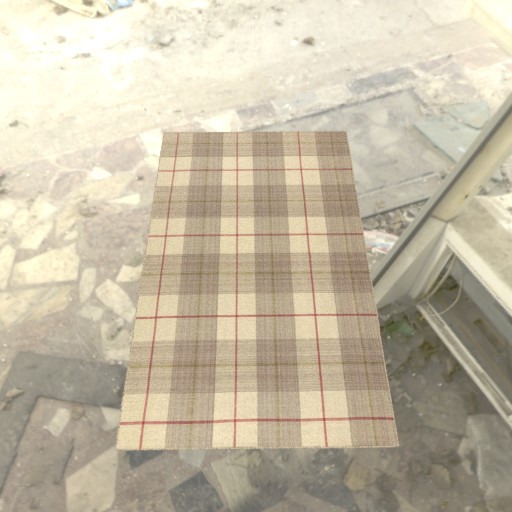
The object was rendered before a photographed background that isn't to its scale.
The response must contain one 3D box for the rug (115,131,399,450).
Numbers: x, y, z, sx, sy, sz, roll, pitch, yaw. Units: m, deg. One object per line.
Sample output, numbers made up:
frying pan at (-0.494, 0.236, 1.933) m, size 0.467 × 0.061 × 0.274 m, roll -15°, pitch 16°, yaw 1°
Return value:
rug at (0.000, 0.000, 3.044) m, size 1.549 × 0.010 × 2.464 m, roll -1°, pitch 57°, yaw 0°
